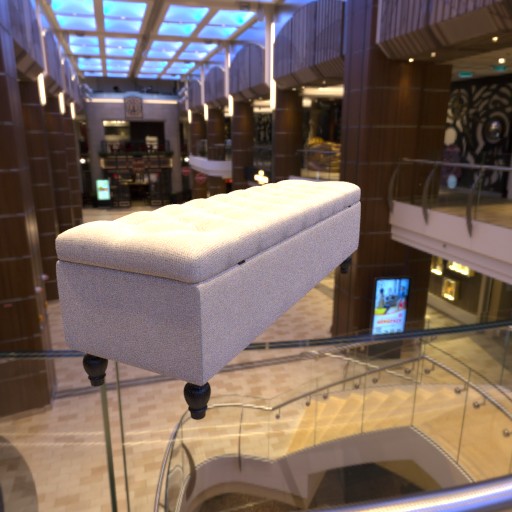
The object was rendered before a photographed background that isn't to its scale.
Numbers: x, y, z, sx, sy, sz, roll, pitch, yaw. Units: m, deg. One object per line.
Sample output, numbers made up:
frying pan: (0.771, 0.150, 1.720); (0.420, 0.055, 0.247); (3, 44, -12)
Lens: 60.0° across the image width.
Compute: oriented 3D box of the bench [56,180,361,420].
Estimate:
bench: (0.000, 0.000, 1.721); (0.455, 0.467, 1.480); (7, 17, 25)
